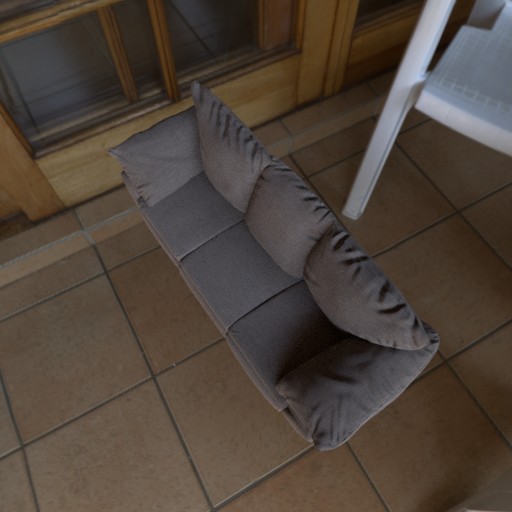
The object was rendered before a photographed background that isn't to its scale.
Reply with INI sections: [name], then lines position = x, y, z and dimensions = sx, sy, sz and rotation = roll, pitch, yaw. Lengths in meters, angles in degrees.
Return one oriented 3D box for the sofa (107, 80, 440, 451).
[sofa]
position = 0.000, 0.000, 2.913
dimensions = 0.927, 1.043, 2.390
rotation = -32, 67, -15
